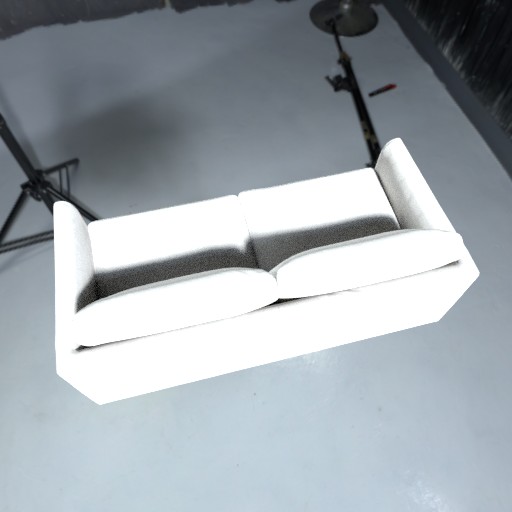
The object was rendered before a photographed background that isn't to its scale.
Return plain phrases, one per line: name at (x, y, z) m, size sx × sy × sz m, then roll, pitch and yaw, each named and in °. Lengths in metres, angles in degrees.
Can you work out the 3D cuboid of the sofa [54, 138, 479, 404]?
sofa at (0.000, 0.000, 2.707) m, size 2.588 × 0.838 × 1.090 m, roll -12°, pitch 59°, yaw -7°
